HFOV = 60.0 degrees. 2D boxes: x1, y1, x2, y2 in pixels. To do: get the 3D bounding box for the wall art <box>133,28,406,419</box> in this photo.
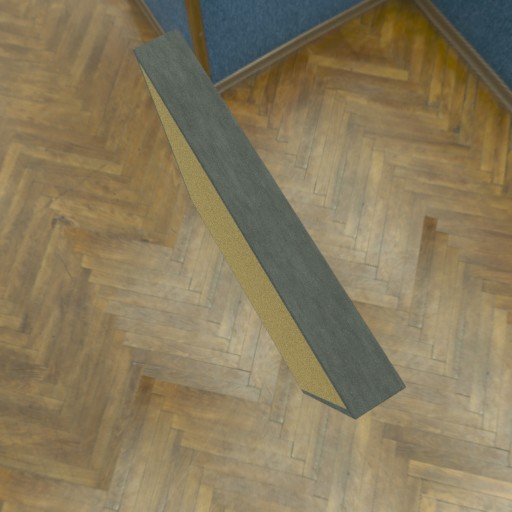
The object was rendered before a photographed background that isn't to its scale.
[{"bbox_3d":[0.000,0.000,0.448,0.038,0.302,0.303,-29,78,-7],"label":"wall art"}]
